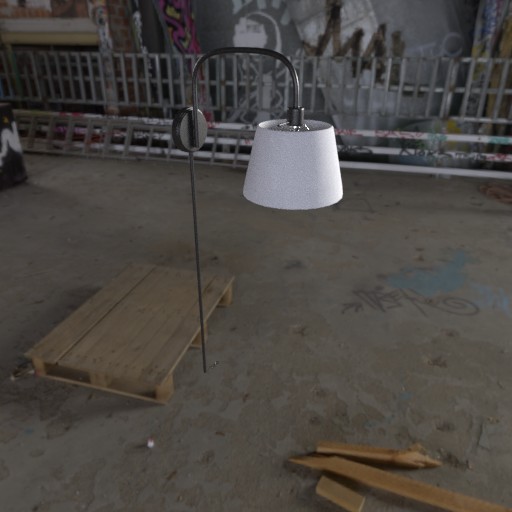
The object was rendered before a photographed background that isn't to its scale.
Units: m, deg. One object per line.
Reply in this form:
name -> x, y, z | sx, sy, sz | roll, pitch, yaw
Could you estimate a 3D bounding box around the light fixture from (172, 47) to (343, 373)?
light fixture -> 0.000, 0.000, 0.468 | 0.176, 0.399, 0.092 | 18, 31, 32
